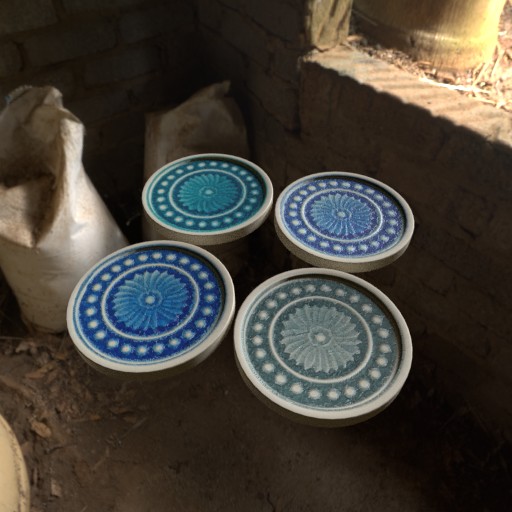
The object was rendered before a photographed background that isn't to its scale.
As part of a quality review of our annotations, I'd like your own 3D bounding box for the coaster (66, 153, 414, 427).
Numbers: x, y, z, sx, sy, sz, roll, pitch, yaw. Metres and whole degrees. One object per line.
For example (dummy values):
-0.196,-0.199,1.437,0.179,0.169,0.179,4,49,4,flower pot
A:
0.000,0.000,0.322,0.220,0.010,0.224,11,48,10,coaster
